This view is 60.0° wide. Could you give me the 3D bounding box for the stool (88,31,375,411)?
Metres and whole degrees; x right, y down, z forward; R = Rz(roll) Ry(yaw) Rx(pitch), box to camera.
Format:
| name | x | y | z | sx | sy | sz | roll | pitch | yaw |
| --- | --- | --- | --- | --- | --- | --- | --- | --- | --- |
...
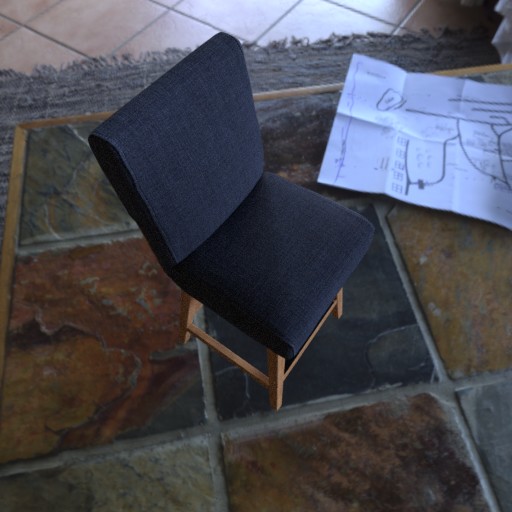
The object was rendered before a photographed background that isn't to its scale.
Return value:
| name | x | y | z | sx | sy | sz | roll | pitch | yaw |
| --- | --- | --- | --- | --- | --- | --- | --- | --- | --- |
| stool | 0.000 | 0.000 | 1.296 | 0.526 | 1.010 | 0.459 | 32 | 64 | 17 |
